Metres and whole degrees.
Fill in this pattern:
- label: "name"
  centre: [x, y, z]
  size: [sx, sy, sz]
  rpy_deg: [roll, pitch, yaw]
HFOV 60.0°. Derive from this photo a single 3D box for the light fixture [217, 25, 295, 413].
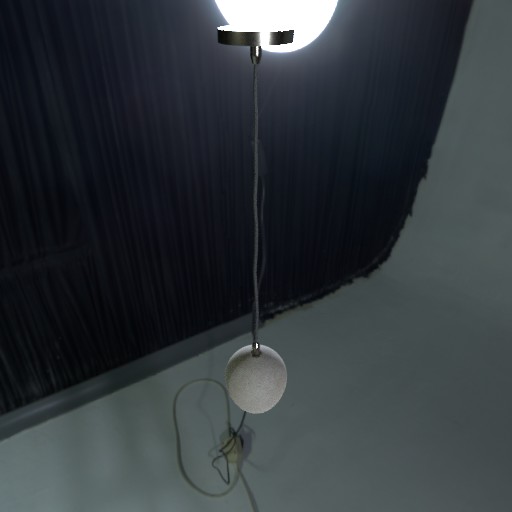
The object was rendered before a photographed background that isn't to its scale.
- label: "light fixture"
  centre: [0.000, 0.000, 0.833]
  size: [0.139, 0.764, 0.139]
  rpy_deg: [-22, 38, -31]
